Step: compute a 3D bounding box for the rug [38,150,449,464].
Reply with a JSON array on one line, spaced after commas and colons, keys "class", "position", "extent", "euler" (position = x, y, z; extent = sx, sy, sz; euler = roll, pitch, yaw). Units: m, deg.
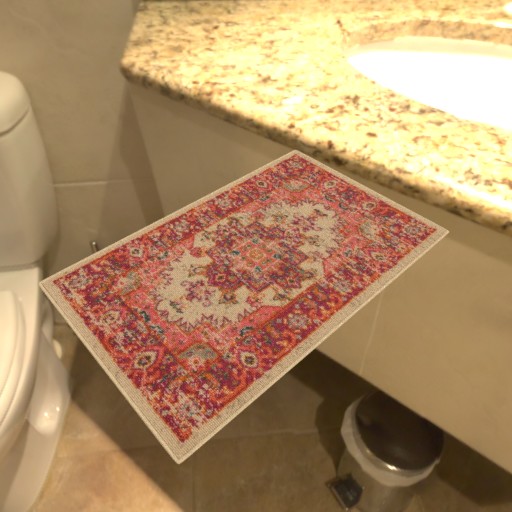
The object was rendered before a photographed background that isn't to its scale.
[{"class": "rug", "position": [0.000, 0.000, 1.092], "extent": [0.868, 0.004, 0.556], "euler": [-33, 53, -29]}]
